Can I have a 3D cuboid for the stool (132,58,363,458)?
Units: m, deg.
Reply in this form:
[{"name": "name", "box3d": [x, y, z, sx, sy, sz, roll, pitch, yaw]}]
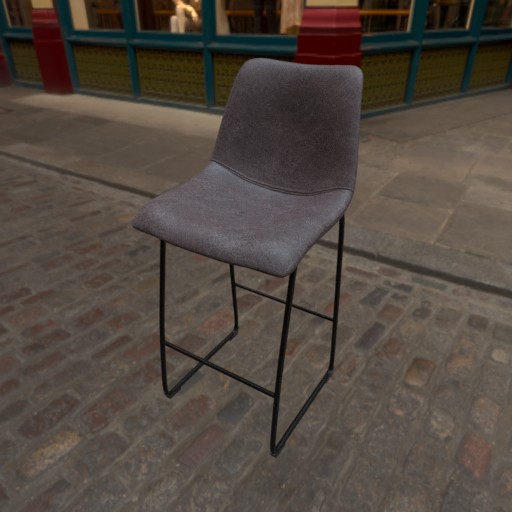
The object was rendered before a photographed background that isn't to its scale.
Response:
[{"name": "stool", "box3d": [0.000, 0.000, 1.397, 0.514, 1.082, 0.561, 18, 35, 28]}]
